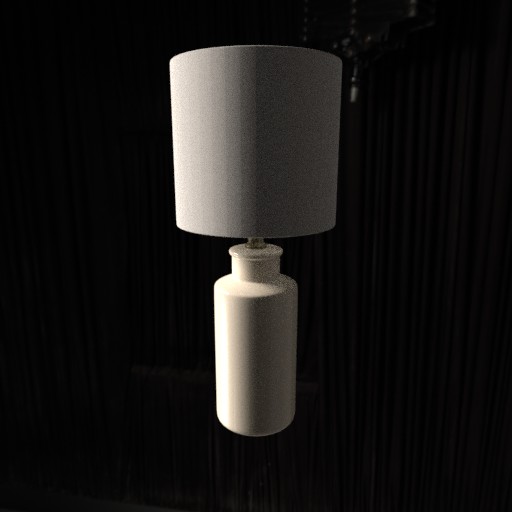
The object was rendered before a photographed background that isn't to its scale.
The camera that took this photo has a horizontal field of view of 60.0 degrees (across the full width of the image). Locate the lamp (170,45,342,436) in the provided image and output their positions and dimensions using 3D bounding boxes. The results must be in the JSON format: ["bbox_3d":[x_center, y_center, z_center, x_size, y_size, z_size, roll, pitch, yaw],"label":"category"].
[{"bbox_3d":[0.000,0.000,0.612,0.212,0.493,0.212,2,14,9],"label":"lamp"}]
